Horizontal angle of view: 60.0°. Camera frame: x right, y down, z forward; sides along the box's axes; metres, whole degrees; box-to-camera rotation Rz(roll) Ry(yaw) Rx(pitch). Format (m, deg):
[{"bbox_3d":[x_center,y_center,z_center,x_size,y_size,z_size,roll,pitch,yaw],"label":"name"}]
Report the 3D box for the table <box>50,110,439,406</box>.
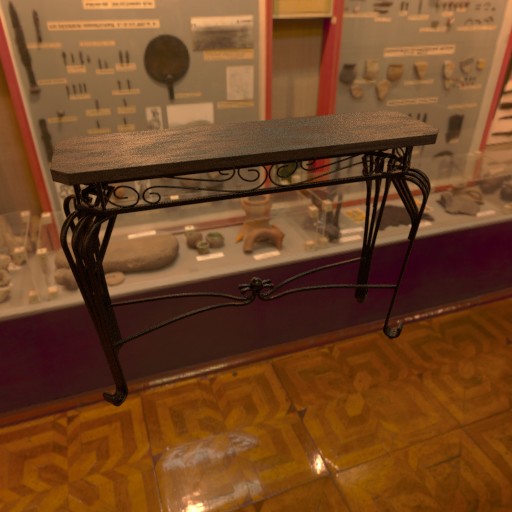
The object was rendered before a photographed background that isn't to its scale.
[{"bbox_3d":[0.000,0.000,1.463,1.112,0.800,0.329,-10,33,-15],"label":"table"}]
